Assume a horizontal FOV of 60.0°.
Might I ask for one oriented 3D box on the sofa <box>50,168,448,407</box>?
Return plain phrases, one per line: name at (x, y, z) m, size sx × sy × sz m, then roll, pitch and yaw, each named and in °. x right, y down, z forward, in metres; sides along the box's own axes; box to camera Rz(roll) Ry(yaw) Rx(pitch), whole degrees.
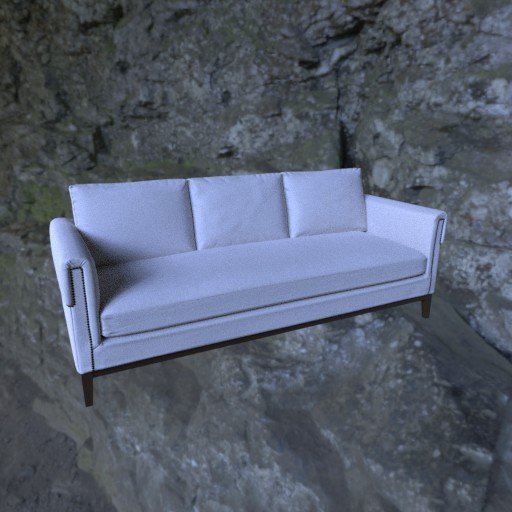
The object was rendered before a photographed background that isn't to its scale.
sofa at (0.000, 0.000, 2.662) m, size 2.198 × 0.911 × 0.902 m, roll -8°, pitch 19°, yaw -25°
